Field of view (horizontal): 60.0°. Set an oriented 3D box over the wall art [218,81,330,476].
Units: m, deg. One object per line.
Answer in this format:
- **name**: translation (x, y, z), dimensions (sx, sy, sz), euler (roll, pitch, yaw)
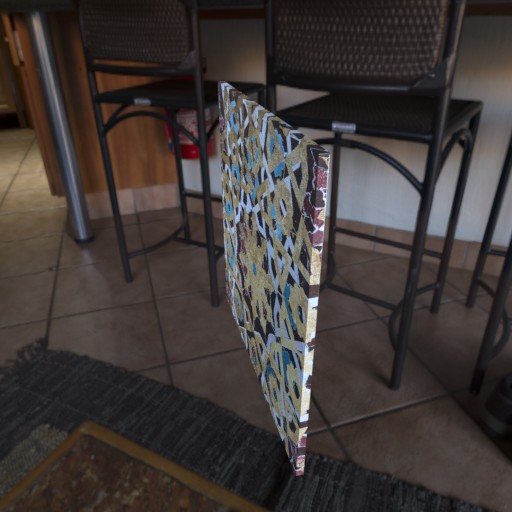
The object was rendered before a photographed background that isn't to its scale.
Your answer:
- **wall art**: translation (0.000, 0.000, 0.621), dimensions (0.010, 0.406, 0.404), euler (-8, 30, -14)
